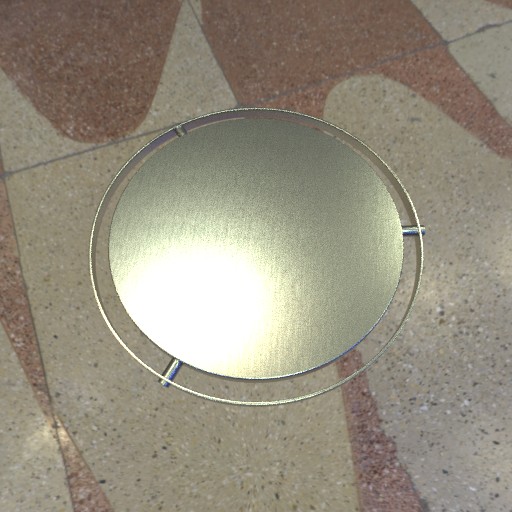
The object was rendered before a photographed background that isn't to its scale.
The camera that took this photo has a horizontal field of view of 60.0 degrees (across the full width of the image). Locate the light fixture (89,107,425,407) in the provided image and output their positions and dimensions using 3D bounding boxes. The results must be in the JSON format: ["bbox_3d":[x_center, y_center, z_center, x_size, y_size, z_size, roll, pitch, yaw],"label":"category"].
[{"bbox_3d":[0.000,0.000,0.537,0.361,0.130,0.361,0,64,0],"label":"light fixture"}]
